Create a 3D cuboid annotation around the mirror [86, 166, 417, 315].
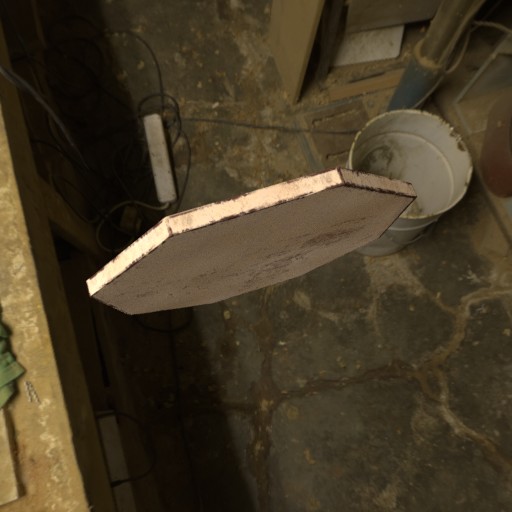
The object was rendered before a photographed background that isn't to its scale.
[{"bbox_3d":[0.000,0.000,0.968,0.648,0.648,0.031,-17,76,-4],"label":"mirror"}]
